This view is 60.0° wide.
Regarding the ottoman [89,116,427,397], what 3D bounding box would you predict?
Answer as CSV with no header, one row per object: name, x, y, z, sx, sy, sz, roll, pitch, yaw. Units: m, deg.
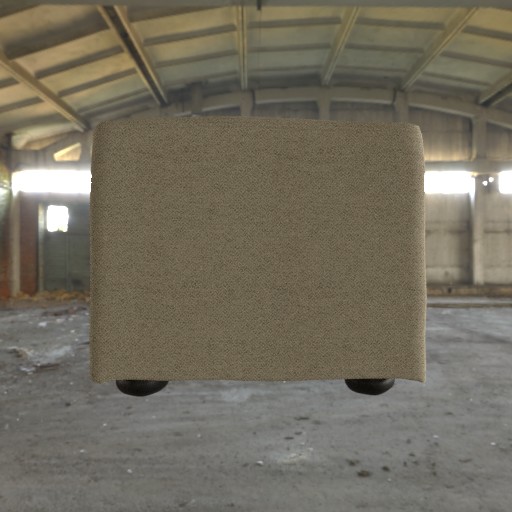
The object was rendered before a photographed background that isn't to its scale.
ottoman,0.000,0.000,0.909,0.512,0.453,0.521,0,-1,-1
